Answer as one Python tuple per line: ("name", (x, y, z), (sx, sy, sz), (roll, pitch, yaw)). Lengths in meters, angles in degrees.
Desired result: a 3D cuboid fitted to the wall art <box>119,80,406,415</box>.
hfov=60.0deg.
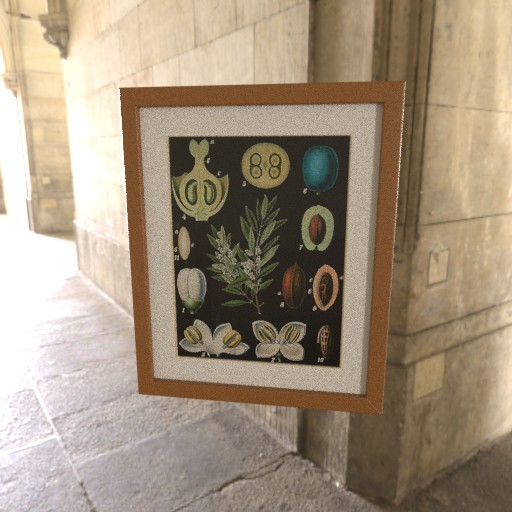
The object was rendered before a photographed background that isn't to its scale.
("wall art", (0.000, 0.000, 0.756), (0.449, 0.550, 0.021), (2, 13, 9))
